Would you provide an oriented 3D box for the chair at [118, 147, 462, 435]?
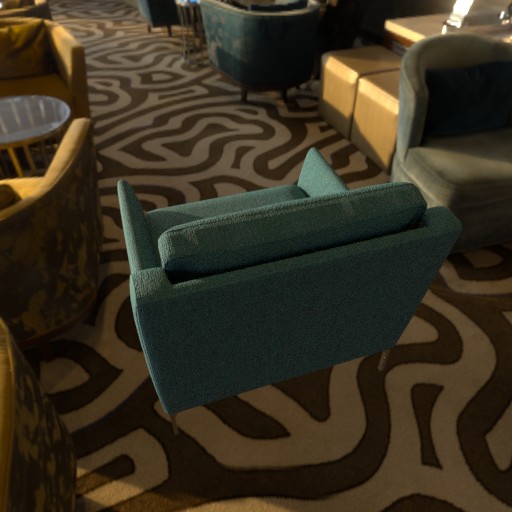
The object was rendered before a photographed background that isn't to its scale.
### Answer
[{"bbox_3d":[0.000,0.000,1.529,0.847,0.828,0.849,-13,43,-14],"label":"chair"}]
